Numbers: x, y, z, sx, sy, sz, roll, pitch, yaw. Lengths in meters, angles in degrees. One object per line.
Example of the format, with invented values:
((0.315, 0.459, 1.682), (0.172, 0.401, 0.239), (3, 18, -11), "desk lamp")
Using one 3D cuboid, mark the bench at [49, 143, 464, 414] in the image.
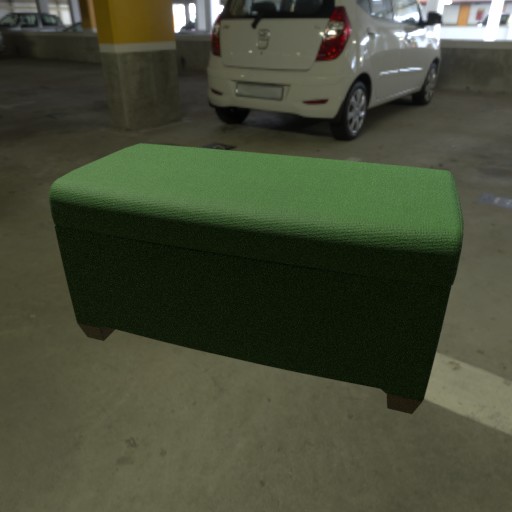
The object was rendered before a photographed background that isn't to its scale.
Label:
((0.000, 0.000, 1.259), (0.989, 0.501, 0.505), (9, 29, 16), "bench")
